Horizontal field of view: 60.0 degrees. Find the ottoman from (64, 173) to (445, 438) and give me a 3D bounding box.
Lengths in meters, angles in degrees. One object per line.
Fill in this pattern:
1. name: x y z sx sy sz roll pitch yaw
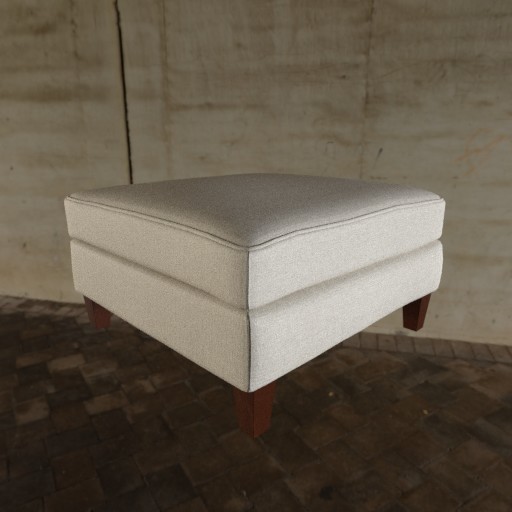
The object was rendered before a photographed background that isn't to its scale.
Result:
1. ottoman: 0.000 0.000 1.368 0.838 0.478 0.838 -15 22 -42
